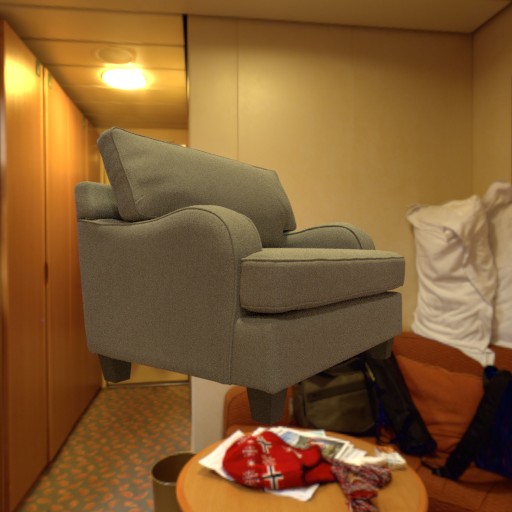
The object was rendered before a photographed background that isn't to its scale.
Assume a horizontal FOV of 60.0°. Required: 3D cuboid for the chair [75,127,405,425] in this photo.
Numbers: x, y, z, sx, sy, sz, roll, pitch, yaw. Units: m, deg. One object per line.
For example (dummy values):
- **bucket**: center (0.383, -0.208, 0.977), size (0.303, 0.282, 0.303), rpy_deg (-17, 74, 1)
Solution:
- **chair**: center (0.000, 0.000, 2.034), size (1.041, 1.016, 1.220), rpy_deg (0, 1, 36)
